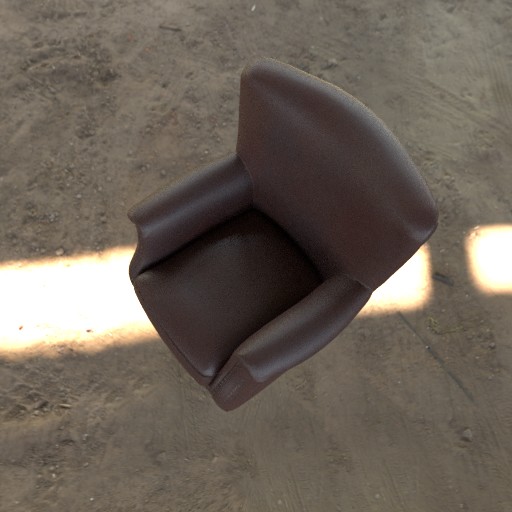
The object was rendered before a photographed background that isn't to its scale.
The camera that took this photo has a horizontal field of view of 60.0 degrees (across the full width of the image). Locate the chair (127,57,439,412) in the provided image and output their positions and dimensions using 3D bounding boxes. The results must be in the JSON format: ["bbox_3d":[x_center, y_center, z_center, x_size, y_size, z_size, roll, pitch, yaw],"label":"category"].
[{"bbox_3d":[0.000,0.000,1.376,0.746,0.800,0.700,-35,69,-16],"label":"chair"}]
